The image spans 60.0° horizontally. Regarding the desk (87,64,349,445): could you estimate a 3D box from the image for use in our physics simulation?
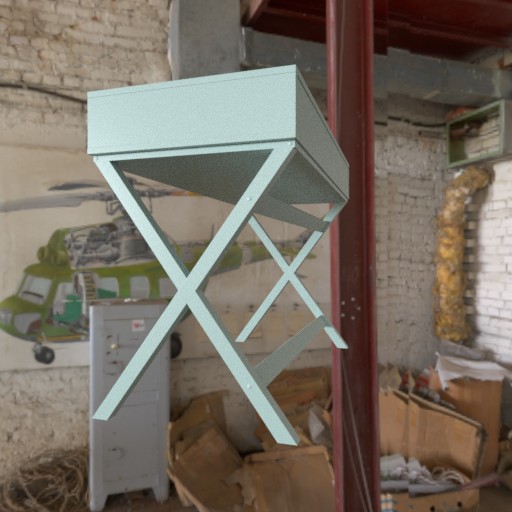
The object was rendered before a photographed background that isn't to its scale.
[{"bbox_3d":[0.000,0.000,1.479,0.509,0.780,1.059,0,0,18],"label":"desk"}]
